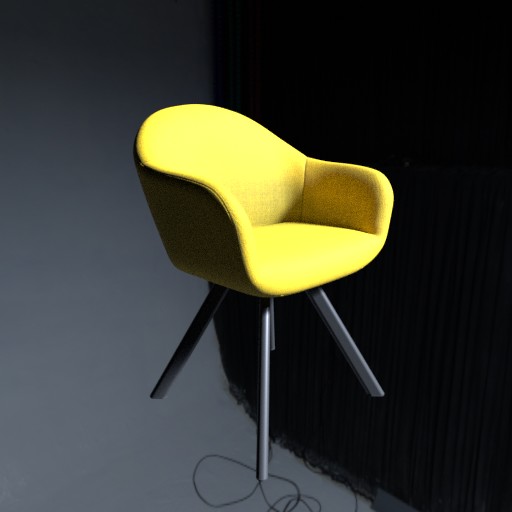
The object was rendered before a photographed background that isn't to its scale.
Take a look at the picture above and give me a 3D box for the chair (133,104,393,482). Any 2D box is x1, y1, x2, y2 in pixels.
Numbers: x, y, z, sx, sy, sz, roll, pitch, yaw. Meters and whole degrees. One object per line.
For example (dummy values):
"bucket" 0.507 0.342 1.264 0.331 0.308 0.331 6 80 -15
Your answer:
"chair" 0.000 0.000 1.187 0.590 0.795 0.550 -13 19 -42
